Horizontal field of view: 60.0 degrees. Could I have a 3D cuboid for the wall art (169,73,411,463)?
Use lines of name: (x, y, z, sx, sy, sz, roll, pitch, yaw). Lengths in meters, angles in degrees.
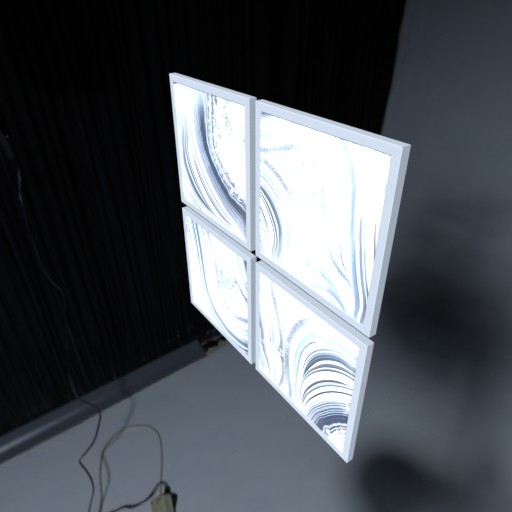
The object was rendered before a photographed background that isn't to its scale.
wall art: (0.000, 0.000, 1.638, 0.029, 1.118, 1.118, -21, 37, -30)
